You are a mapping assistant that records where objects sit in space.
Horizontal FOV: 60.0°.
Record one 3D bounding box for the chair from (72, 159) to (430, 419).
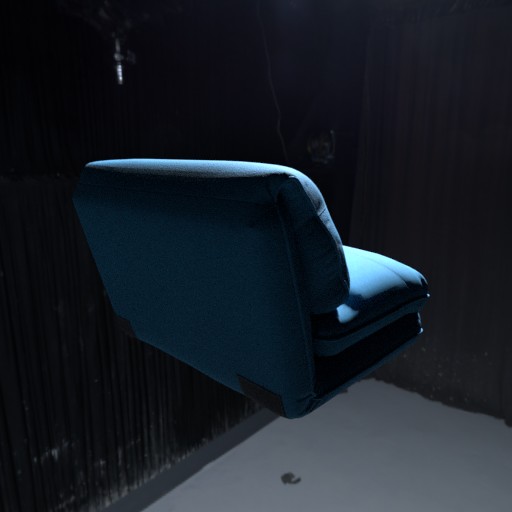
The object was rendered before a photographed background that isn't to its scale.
[{"bbox_3d":[0.000,0.000,1.351,0.820,0.580,0.780,13,18,43],"label":"chair"}]
